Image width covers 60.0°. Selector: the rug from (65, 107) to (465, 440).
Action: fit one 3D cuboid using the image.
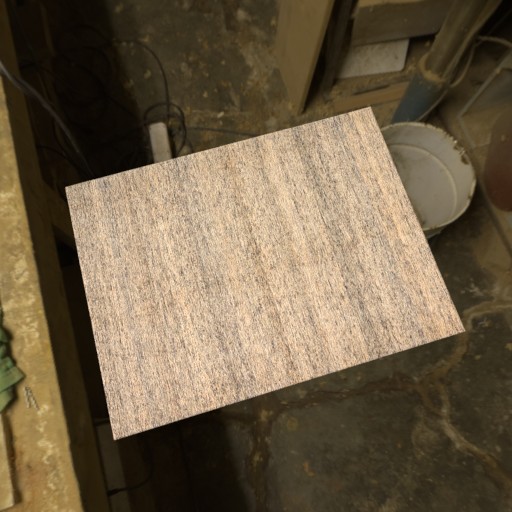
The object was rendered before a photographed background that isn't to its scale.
[{"bbox_3d":[0.000,0.000,4.166,3.199,0.036,2.414,-16,75,-4],"label":"rug"}]
